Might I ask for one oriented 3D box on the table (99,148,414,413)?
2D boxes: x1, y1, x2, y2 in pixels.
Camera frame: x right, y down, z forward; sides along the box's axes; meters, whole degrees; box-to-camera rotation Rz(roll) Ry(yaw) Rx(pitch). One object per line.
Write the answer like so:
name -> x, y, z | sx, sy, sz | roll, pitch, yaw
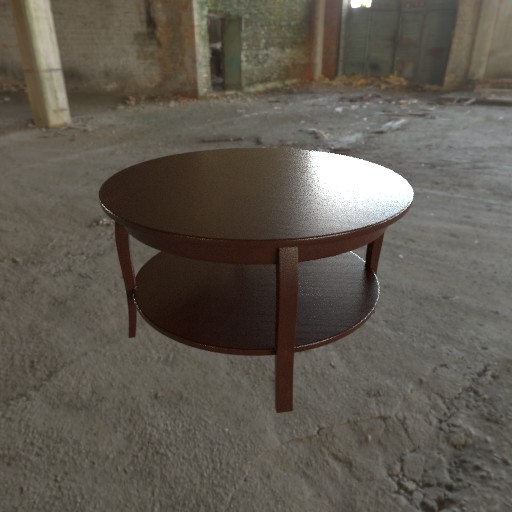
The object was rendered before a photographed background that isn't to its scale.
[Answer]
table -> 0.000, 0.000, 1.455 | 0.911, 0.512, 0.911 | 0, 26, 0
